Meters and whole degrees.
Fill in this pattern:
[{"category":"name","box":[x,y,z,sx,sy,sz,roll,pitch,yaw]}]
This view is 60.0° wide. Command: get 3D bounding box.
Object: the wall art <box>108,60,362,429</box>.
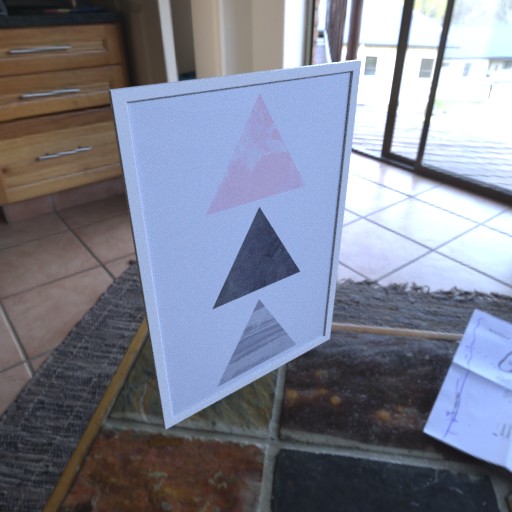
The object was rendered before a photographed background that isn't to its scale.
[{"category":"wall art","box":[0.000,0.000,1.214,0.659,0.940,0.013,-21,37,-30]}]
